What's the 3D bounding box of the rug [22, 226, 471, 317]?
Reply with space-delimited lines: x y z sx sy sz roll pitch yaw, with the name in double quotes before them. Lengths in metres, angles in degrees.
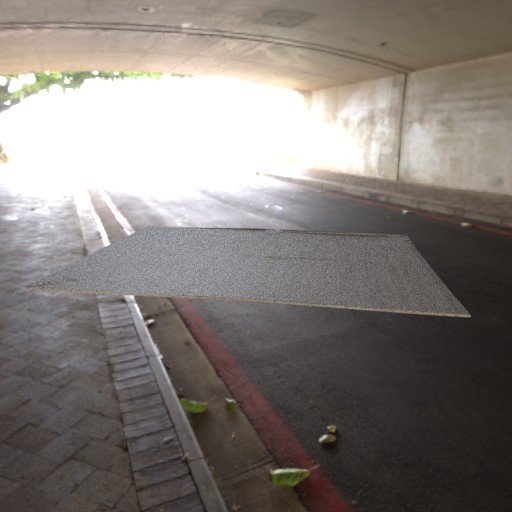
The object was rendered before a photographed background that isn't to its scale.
"rug" 0.000 0.000 5.016 3.778 0.053 2.873 3 15 9
